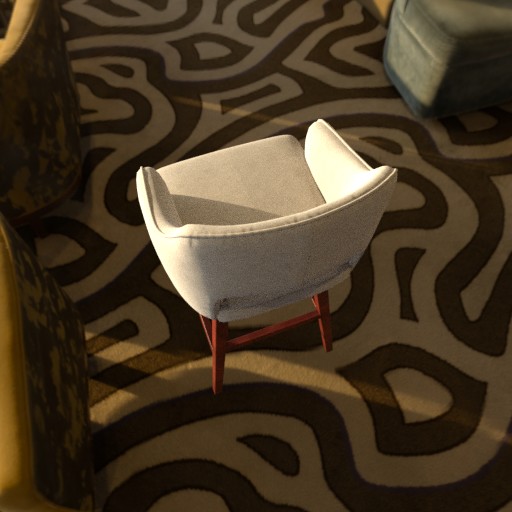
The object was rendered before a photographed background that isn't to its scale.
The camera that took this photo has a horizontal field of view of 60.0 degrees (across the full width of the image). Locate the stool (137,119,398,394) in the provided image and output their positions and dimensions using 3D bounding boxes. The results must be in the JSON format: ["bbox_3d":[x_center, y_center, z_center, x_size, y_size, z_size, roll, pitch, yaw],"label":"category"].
[{"bbox_3d":[0.000,0.000,1.323,0.548,1.012,0.558,-18,60,-11],"label":"stool"}]
